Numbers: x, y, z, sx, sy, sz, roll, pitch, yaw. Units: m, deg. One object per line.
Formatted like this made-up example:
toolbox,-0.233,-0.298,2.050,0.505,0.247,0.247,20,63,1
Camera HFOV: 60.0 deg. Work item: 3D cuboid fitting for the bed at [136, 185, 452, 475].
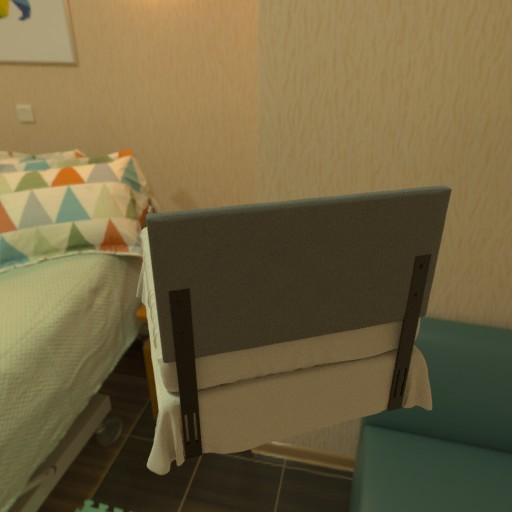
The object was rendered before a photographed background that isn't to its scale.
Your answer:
bed,0.000,0.000,3.415,1.936,1.577,2.222,-7,27,-14
